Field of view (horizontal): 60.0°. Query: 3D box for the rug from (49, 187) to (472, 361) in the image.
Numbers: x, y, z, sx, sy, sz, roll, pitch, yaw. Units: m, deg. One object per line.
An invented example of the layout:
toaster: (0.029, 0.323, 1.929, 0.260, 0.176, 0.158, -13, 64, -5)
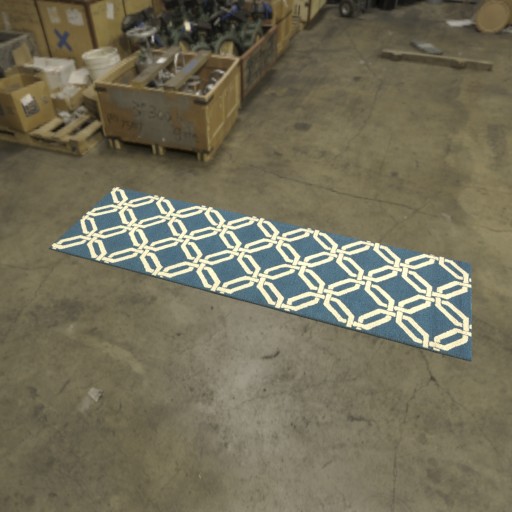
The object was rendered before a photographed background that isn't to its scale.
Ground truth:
rug: (0.000, 0.000, 2.487, 2.276, 0.014, 0.678, 13, 44, 15)
